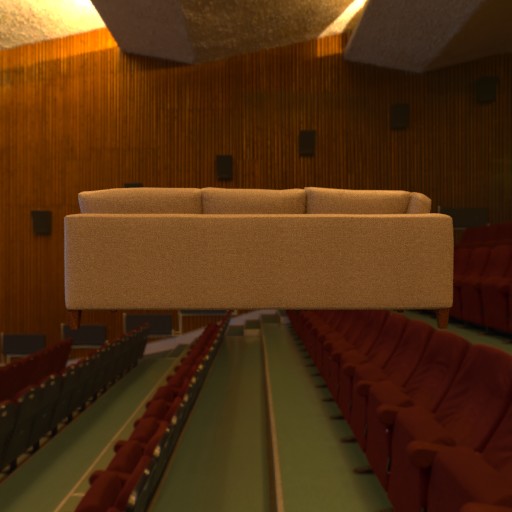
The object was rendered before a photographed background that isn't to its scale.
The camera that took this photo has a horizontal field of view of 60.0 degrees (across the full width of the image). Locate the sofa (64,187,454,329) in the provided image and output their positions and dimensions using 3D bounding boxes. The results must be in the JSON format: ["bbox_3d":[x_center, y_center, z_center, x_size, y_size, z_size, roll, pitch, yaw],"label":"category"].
[{"bbox_3d":[0.000,0.000,4.600,2.594,0.961,3.460,0,0,-1],"label":"sofa"}]
